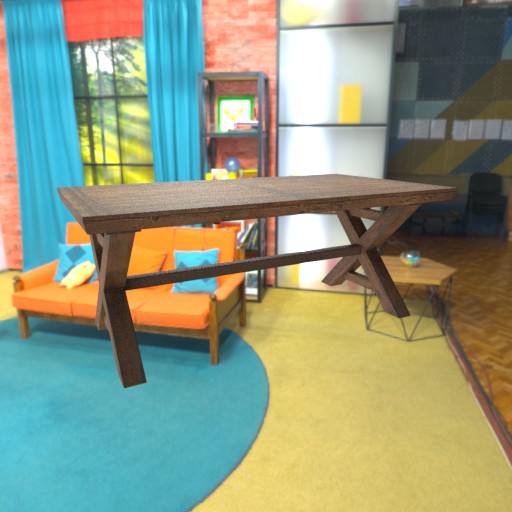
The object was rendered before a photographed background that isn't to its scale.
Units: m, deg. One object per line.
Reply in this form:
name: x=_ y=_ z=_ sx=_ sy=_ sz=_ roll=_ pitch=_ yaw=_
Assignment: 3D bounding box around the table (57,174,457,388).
table: x=0.000 y=0.000 z=2.581 sx=1.966 sy=0.793 sz=1.071 roll=-8 pitch=17 yaw=-27
